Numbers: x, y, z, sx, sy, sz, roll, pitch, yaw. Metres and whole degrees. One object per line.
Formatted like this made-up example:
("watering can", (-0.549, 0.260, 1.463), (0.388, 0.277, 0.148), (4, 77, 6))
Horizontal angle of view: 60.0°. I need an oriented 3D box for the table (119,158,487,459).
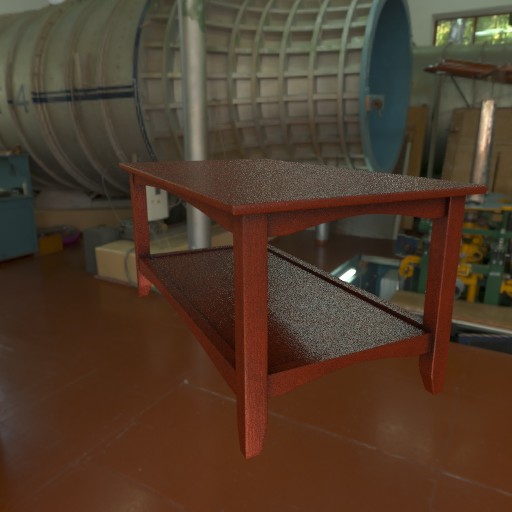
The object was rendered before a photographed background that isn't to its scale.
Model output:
("table", (0.000, 0.000, 1.208), (0.533, 0.456, 0.943), (-8, 17, -25))
